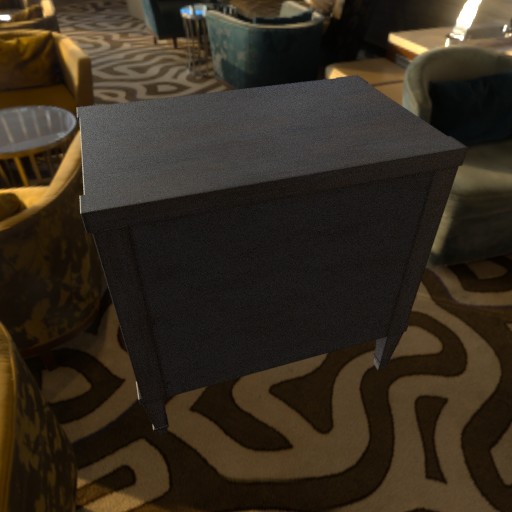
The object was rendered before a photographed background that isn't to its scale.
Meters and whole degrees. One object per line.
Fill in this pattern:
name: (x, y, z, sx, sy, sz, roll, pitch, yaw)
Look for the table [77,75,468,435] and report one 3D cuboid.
table: (0.000, 0.000, 1.071, 0.660, 0.660, 0.413, -12, 42, -14)
